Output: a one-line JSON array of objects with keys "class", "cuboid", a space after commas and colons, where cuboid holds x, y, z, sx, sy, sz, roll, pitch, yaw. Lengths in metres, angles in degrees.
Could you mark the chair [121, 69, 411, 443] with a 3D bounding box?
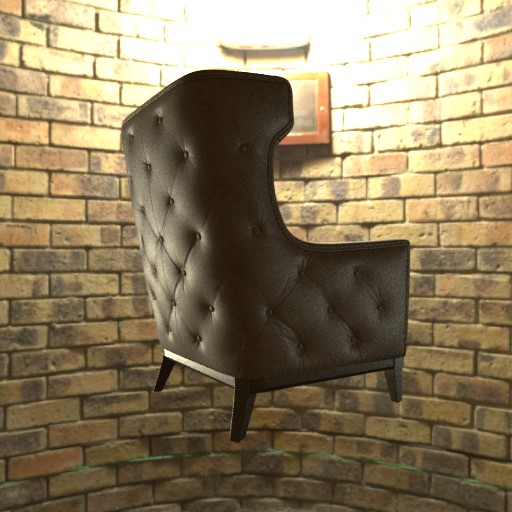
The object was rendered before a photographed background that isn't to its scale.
[{"class": "chair", "cuboid": [0.000, 0.000, 1.680, 0.899, 1.079, 0.769, 0, 0, -35]}]
